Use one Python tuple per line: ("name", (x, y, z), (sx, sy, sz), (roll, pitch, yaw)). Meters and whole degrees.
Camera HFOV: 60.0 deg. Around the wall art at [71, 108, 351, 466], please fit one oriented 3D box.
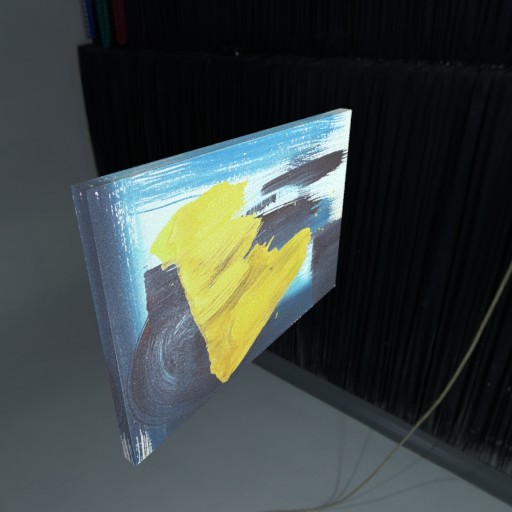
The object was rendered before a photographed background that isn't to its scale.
("wall art", (0.000, 0.000, 1.137), (0.039, 0.610, 0.914), (18, 32, 32))
